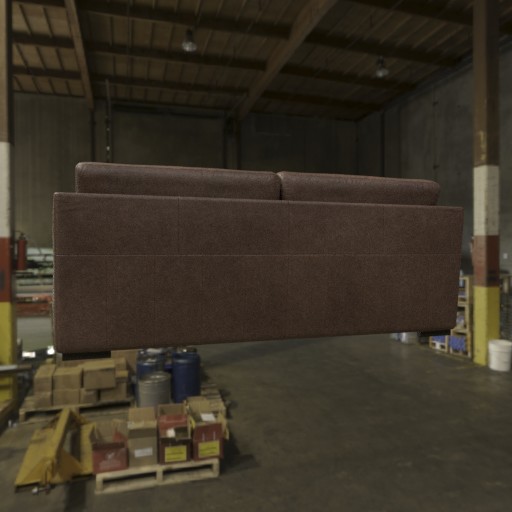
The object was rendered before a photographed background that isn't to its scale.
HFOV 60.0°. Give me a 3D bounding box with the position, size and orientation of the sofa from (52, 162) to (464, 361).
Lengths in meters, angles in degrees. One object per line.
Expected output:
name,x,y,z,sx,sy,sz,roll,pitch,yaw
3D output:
sofa,0.000,0.000,2.777,2.261,0.941,1.143,0,1,-17
